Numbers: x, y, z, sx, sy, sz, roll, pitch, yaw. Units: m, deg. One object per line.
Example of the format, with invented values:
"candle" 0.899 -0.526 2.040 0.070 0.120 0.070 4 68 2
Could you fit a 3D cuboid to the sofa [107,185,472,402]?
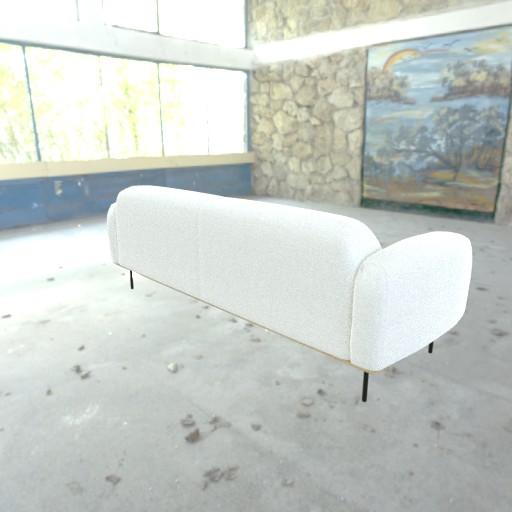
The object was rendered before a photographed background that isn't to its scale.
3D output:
"sofa" 0.000 0.000 2.692 0.870 0.780 2.280 -15 21 -42
